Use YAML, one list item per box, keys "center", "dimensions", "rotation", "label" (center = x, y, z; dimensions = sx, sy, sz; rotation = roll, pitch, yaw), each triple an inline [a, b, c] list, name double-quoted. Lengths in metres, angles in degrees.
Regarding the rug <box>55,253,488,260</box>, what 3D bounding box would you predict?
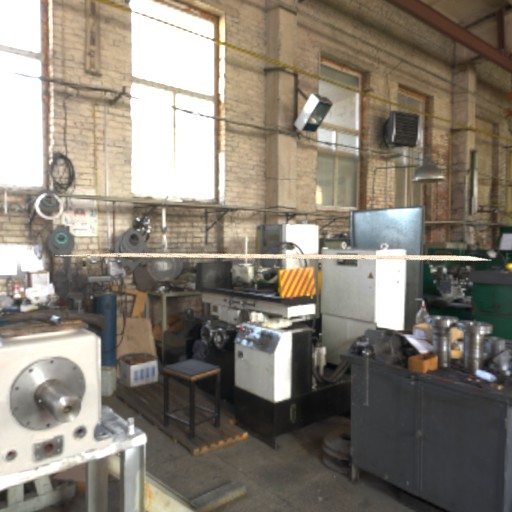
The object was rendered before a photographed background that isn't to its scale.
- center: [0.000, 0.000, 2.706]
  dimensions: [2.464, 0.005, 0.660]
  rotation: [1, 2, 18]
  label: "rug"
